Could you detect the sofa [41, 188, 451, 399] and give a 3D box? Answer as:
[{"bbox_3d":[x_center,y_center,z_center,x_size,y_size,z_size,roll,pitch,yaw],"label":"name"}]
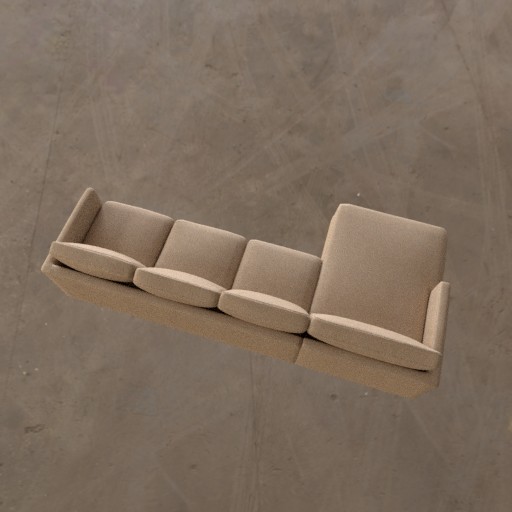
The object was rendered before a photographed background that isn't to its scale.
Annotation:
[{"bbox_3d":[0.000,0.000,3.862,3.201,0.876,1.502,15,65,7],"label":"sofa"}]
